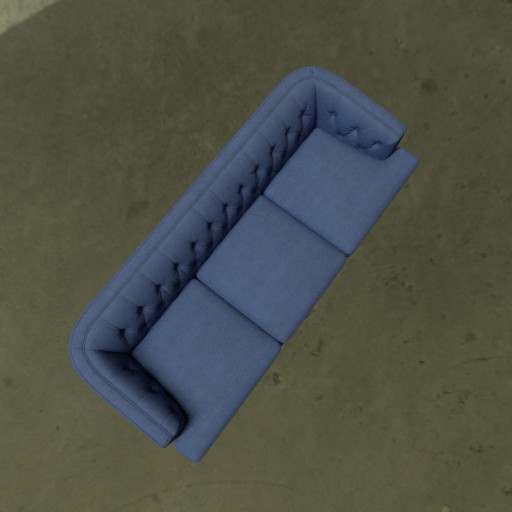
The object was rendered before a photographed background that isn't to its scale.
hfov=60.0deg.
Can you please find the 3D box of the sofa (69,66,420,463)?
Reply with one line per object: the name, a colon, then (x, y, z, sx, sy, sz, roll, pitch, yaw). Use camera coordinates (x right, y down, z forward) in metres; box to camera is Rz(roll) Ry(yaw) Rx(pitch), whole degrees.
sofa: (0.000, 0.000, 2.679, 0.914, 0.787, 2.235, 37, 79, 8)
